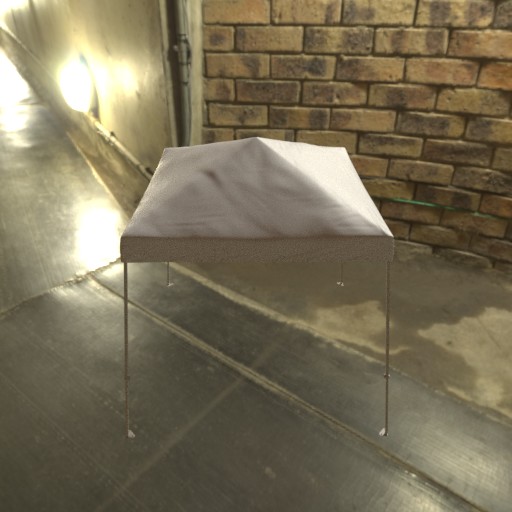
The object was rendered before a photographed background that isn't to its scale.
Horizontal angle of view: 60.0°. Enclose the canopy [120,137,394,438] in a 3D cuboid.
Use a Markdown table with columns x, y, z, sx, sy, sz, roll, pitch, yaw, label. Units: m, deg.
| x | y | z | sx | sy | sz | roll | pitch | yaw | label |
| --- | --- | --- | --- | --- | --- | --- | --- | --- | --- |
| 0.000 | 0.000 | 6.643 | 3.599 | 3.600 | 3.600 | 0 | 32 | 0 | canopy |
